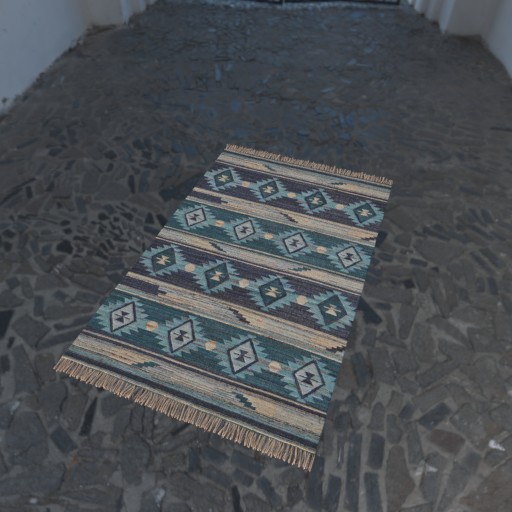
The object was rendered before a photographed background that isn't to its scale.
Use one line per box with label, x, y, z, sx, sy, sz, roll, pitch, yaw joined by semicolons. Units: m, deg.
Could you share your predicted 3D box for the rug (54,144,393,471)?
rug;0.000;0.000;2.415;1.181;0.028;1.936;16;48;15
